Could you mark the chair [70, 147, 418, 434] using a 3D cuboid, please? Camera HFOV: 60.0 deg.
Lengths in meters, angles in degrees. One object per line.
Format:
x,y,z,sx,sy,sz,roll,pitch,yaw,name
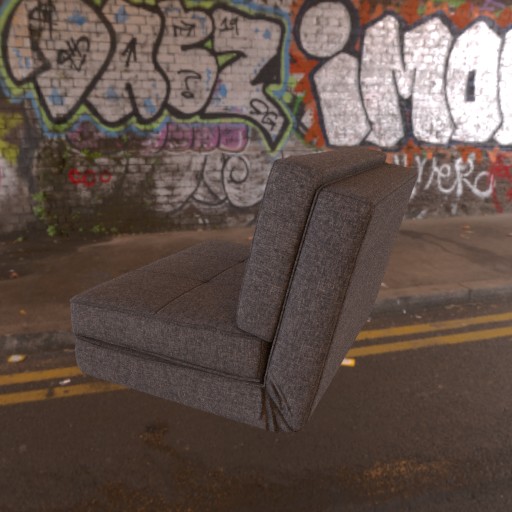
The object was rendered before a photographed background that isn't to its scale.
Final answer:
0.000,0.000,1.317,0.800,0.615,0.740,7,18,25,chair
